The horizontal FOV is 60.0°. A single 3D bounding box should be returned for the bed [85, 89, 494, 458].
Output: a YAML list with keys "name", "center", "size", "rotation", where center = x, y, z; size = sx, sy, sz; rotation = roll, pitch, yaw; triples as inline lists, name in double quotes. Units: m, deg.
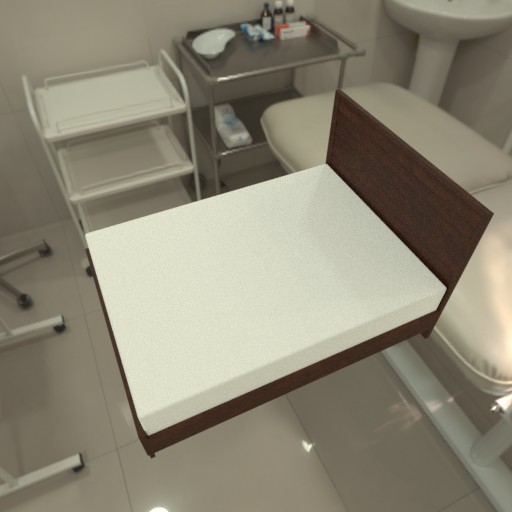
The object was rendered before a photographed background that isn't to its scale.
- name: "bed"
  center: [0.000, 0.000, 3.116]
  size: [2.184, 1.270, 1.600]
  rotation: [-19, 50, -17]
